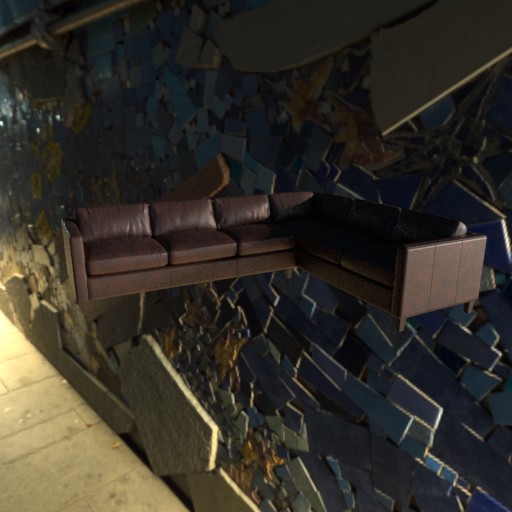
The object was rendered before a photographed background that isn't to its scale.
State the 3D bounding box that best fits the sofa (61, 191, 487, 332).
[{"bbox_3d":[0.000,0.000,4.161,3.152,0.836,2.438,-8,18,-26],"label":"sofa"}]
